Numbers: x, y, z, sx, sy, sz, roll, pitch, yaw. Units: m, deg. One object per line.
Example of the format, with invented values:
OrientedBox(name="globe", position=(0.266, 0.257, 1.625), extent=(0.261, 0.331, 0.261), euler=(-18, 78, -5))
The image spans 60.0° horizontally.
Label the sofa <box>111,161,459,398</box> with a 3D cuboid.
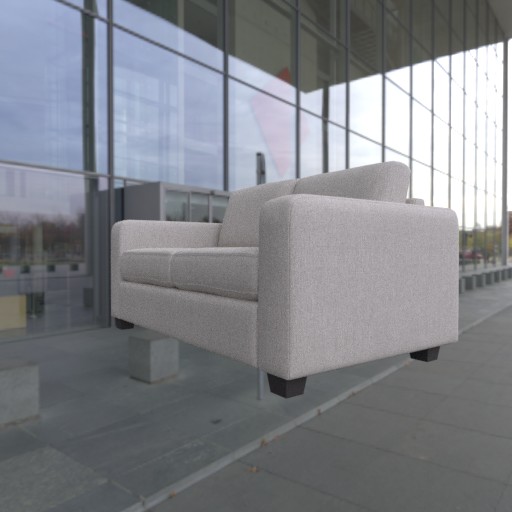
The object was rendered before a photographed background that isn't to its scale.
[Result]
OrientedBox(name="sofa", position=(0.000, 0.000, 2.094), extent=(0.900, 0.800, 1.540), euler=(-1, 1, -36))
